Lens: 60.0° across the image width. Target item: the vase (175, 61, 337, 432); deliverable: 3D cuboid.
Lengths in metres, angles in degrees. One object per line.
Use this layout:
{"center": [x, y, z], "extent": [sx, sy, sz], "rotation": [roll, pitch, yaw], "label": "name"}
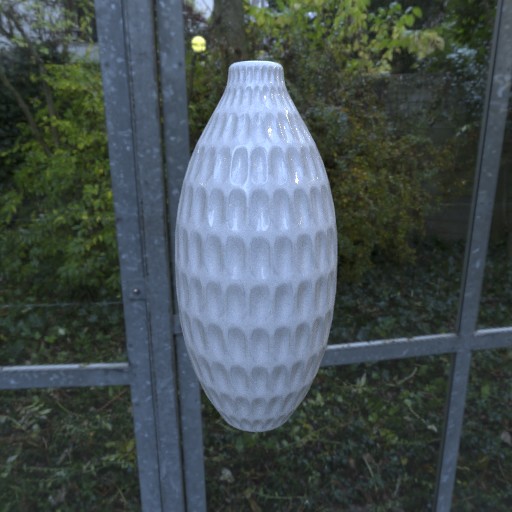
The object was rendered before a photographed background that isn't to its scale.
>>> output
{"center": [0.000, 0.000, 0.352], "extent": [0.127, 0.282, 0.127], "rotation": [0, 15, 0], "label": "vase"}
